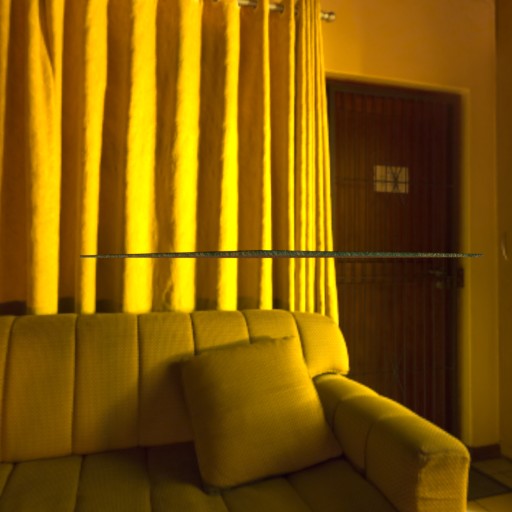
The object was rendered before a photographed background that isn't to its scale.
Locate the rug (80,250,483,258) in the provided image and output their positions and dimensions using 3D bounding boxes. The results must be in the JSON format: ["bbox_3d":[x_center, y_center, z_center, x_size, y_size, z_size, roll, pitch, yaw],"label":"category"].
[{"bbox_3d":[0.000,0.000,4.312,2.405,0.027,3.217,0,-1,-37],"label":"rug"}]
